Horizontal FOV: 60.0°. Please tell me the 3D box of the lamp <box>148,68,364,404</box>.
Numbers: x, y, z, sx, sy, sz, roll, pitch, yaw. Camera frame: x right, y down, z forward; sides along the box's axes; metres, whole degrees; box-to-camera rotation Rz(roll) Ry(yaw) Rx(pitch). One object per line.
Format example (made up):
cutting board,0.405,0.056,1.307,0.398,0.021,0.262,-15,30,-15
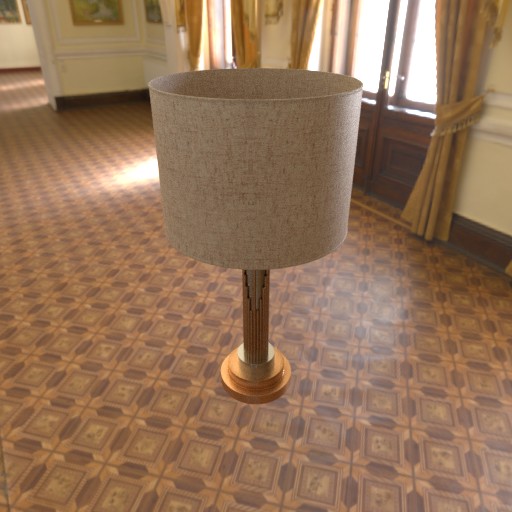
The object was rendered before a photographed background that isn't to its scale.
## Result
lamp,0.000,0.000,0.822,0.321,0.610,0.321,-9,31,-16
